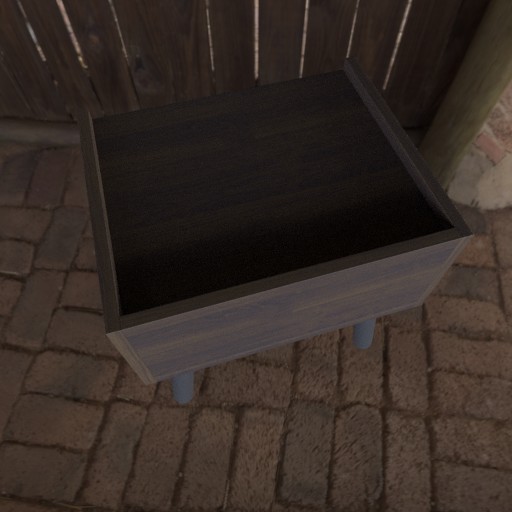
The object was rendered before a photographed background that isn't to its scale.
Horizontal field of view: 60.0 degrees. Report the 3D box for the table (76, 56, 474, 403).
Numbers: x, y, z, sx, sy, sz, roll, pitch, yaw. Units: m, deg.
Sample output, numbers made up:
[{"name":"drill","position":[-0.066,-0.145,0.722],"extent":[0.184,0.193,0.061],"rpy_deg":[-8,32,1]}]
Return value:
[{"name":"table","position":[0.000,0.000,0.805],"extent":[0.450,0.470,0.370],"rpy_deg":[-14,60,-9]}]
